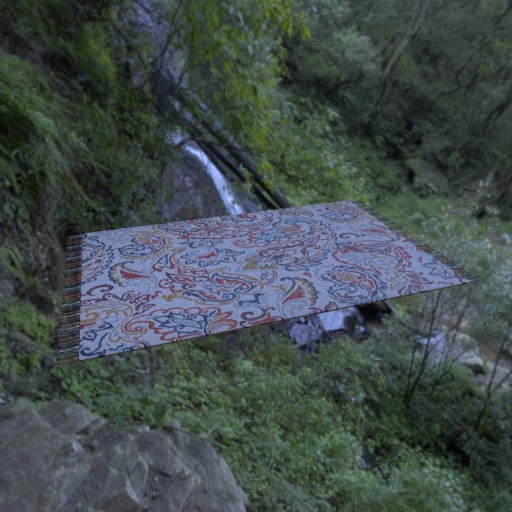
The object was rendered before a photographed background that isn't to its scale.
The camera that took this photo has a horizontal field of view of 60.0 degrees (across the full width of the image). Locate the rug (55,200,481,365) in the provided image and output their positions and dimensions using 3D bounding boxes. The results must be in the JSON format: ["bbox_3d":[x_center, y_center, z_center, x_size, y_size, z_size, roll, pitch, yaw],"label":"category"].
[{"bbox_3d":[0.000,0.000,2.450,1.997,0.010,1.218,-9,29,-16],"label":"rug"}]
